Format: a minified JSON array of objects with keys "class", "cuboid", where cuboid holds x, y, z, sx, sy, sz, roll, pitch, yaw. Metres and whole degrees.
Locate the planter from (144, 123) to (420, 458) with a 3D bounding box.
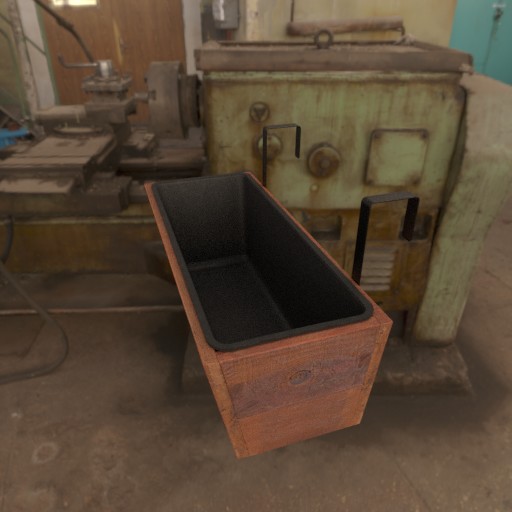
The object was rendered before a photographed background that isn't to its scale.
[{"class":"planter","cuboid":[0.000,0.000,0.655,0.262,0.289,0.480,-10,32,-16]}]
